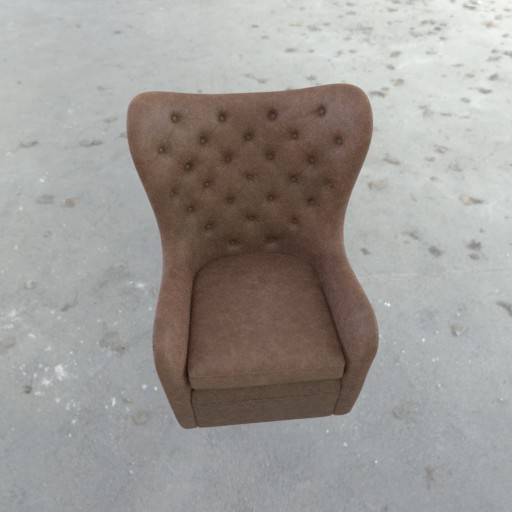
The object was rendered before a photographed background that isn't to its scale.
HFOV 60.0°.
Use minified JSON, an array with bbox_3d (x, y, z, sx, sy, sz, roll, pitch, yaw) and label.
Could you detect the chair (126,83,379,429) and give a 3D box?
[{"bbox_3d":[0.000,0.000,1.739,0.831,1.079,0.930,-4,47,-4],"label":"chair"}]
